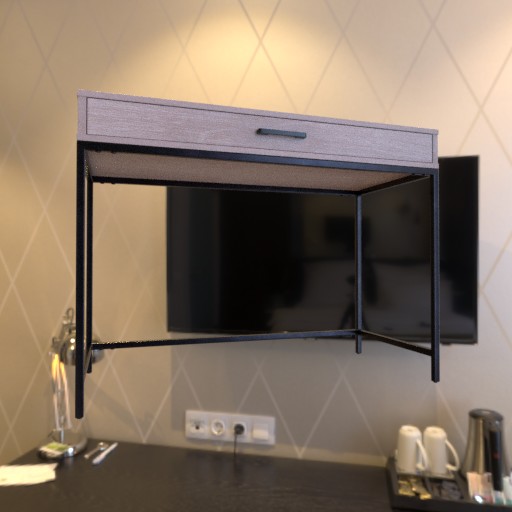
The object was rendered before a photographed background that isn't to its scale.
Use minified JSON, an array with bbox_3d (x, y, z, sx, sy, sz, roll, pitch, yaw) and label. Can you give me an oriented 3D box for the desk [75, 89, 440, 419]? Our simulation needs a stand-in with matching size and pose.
[{"bbox_3d":[0.000,0.000,1.388,1.016,0.762,0.470,0,-1,-18],"label":"desk"}]
